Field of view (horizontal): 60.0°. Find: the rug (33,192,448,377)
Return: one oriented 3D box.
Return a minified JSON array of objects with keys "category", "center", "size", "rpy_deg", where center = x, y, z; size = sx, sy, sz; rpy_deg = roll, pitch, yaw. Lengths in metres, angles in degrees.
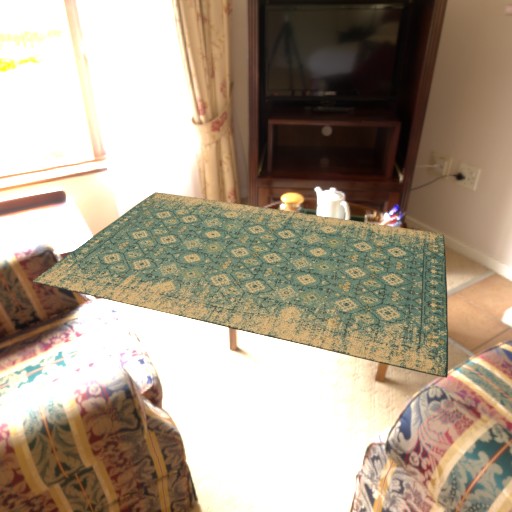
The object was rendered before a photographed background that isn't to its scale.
[{"category":"rug","center":[0.000,0.000,2.220],"size":[1.795,0.008,1.102],"rpy_deg":[10,33,16]}]
